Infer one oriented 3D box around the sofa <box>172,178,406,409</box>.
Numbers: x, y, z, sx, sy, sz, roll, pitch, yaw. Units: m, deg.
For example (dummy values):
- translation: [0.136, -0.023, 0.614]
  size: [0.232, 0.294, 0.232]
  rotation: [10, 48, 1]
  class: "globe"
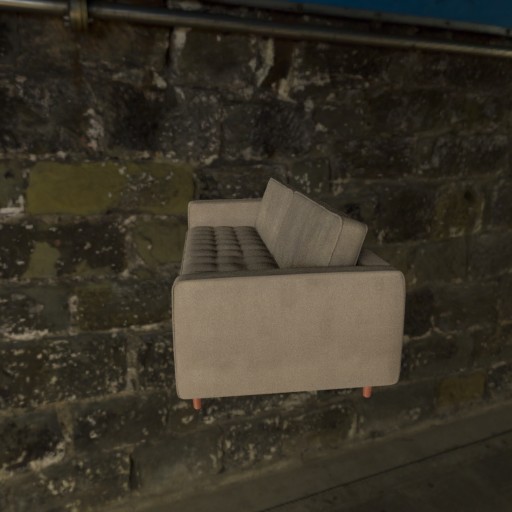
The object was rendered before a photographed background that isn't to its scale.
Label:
- translation: [0.000, 0.000, 2.772]
  size: [0.923, 0.813, 2.295]
  rotation: [-2, 15, -7]
  class: "sofa"
